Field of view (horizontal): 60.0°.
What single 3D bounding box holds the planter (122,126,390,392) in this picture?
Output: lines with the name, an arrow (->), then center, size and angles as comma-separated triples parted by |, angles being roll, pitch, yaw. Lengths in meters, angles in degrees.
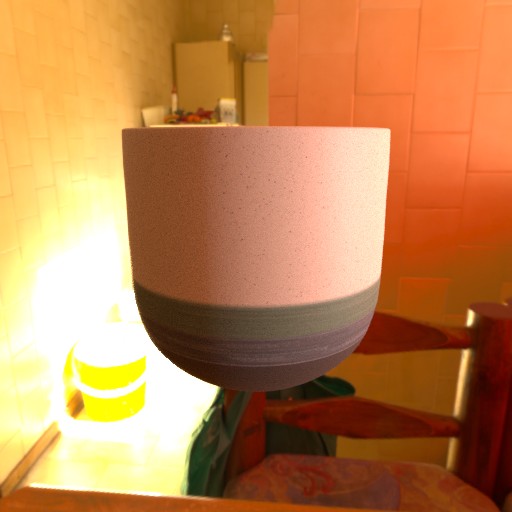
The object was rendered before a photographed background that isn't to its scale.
planter -> 0.000, 0.000, 0.491 | 0.268, 0.270, 0.268 | 0, 15, 0
